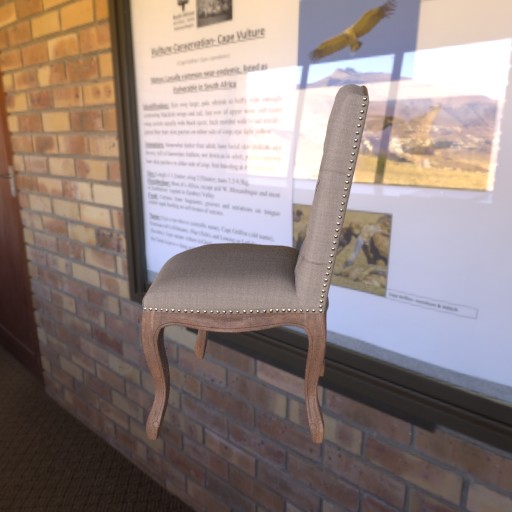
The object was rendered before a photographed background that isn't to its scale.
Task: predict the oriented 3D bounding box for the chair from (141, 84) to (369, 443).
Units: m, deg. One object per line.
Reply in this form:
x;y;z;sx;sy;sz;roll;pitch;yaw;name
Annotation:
0.000;0.000;1.651;0.731;1.191;0.637;2;15;9;chair
